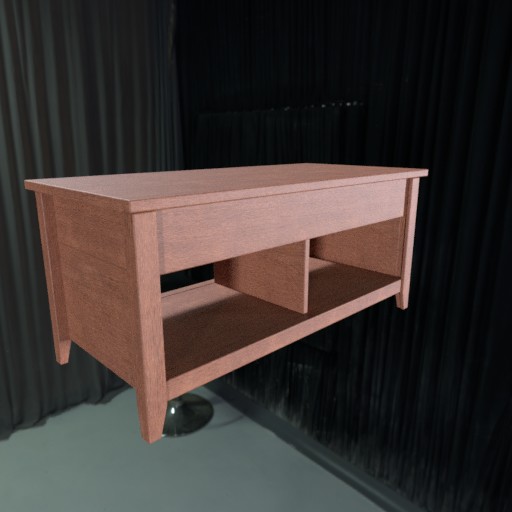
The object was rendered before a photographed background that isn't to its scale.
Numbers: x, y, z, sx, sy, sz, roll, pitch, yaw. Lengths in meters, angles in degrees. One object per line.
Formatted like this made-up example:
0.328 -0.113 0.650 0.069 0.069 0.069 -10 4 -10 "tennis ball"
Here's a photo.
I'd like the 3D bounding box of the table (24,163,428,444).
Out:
0.000 0.000 1.250 1.016 0.457 0.483 -14 20 -42 "table"
